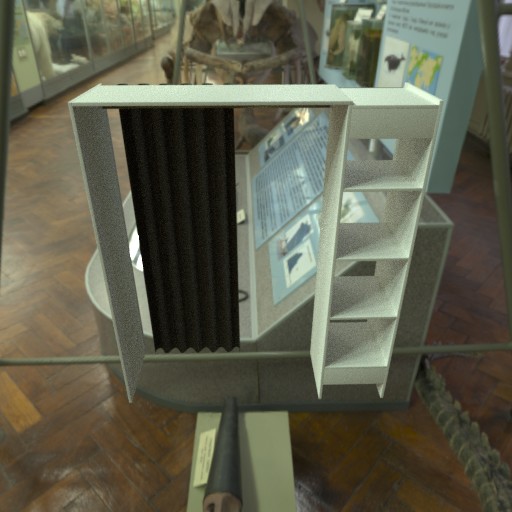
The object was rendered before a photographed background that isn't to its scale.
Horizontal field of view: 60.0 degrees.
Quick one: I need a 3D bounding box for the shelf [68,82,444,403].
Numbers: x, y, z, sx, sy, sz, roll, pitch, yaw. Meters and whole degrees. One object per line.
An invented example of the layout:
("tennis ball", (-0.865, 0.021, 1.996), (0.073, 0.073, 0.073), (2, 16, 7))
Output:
("shelf", (0.000, 0.000, 2.553), (1.600, 1.810, 0.500), (-1, 30, -1))
